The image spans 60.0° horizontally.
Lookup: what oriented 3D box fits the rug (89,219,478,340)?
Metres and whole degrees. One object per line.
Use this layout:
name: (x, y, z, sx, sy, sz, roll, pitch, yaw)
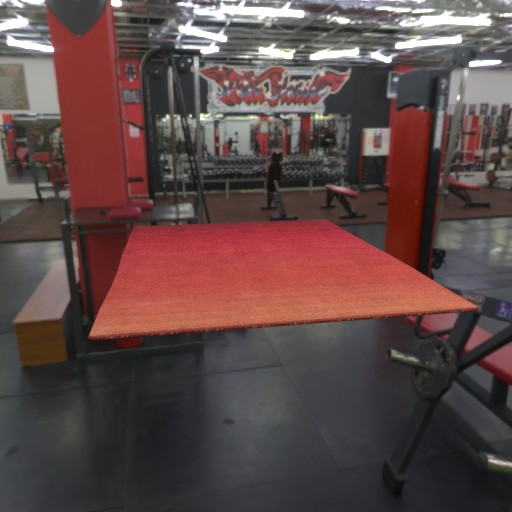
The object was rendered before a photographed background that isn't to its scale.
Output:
rug: (0.000, 0.000, 3.925, 2.340, 0.028, 2.905, -3, 16, -10)
